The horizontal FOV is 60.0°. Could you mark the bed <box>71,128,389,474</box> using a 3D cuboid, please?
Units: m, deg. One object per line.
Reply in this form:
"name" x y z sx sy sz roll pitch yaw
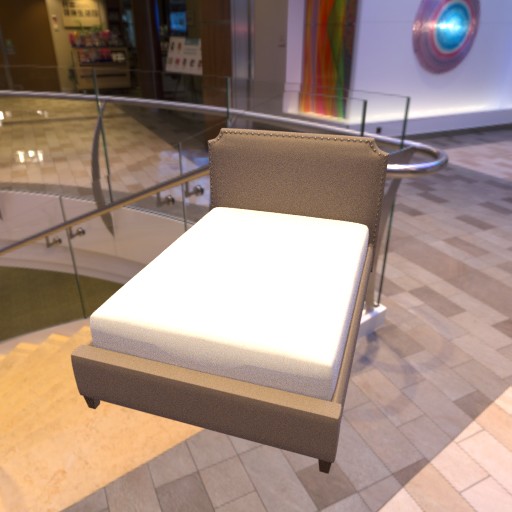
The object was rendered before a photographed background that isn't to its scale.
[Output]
"bed" 0.000 0.000 3.416 1.713 1.443 2.372 8 28 16
